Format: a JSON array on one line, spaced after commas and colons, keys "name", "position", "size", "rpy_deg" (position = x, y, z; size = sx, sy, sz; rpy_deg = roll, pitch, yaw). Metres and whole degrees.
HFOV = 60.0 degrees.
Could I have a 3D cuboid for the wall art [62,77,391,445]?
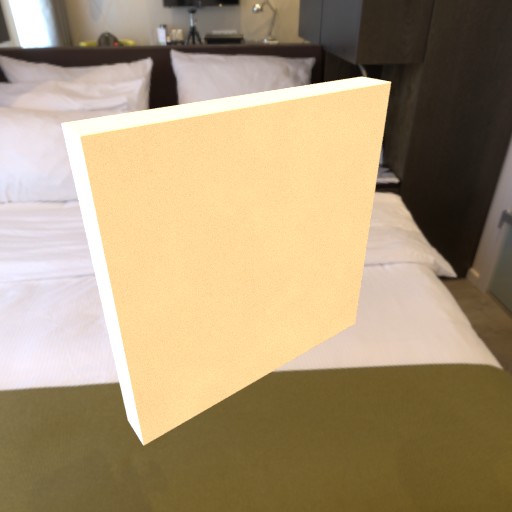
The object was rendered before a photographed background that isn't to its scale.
[{"name": "wall art", "position": [0.000, 0.000, 0.447], "size": [0.305, 0.305, 0.038], "rpy_deg": [-22, 37, -31]}]
